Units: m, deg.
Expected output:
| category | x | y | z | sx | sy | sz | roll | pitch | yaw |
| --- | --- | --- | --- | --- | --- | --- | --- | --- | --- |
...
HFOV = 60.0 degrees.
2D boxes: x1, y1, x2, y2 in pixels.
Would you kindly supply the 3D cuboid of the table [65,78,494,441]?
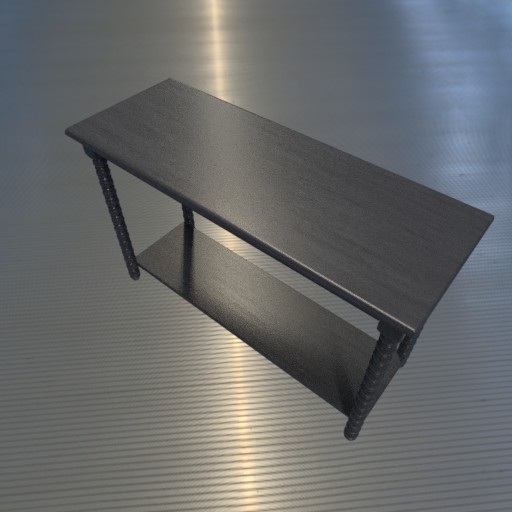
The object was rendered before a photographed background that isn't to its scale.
| category | x | y | z | sx | sy | sz | roll | pitch | yaw |
| --- | --- | --- | --- | --- | --- | --- | --- | --- | --- |
| table | 0.000 | 0.000 | 1.512 | 1.184 | 0.735 | 0.459 | 31 | 54 | 25 |
